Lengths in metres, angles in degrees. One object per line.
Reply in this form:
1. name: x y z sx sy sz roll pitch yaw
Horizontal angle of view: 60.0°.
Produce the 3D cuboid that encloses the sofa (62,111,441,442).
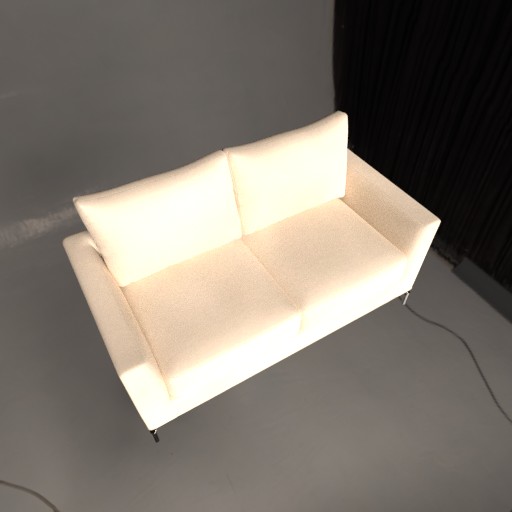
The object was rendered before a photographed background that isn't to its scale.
1. sofa: 0.000 0.000 2.395 1.739 0.995 0.906 -24 51 -21
